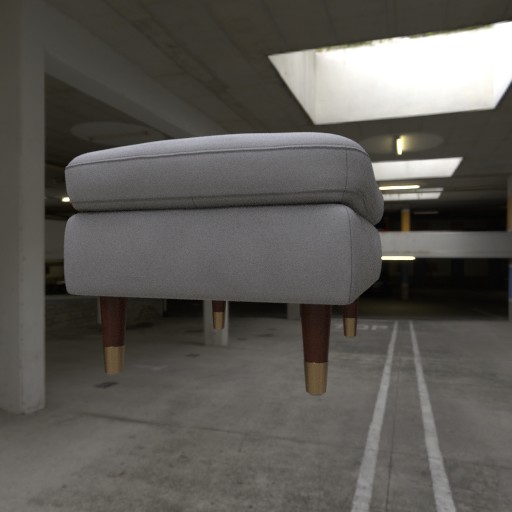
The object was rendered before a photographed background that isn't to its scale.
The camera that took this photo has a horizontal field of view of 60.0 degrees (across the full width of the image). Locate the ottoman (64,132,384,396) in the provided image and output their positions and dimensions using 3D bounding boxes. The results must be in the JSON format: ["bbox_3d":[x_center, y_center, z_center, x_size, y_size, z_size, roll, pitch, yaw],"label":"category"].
[{"bbox_3d":[0.000,0.000,1.106,0.593,0.478,0.747,0,0,18],"label":"ottoman"}]
